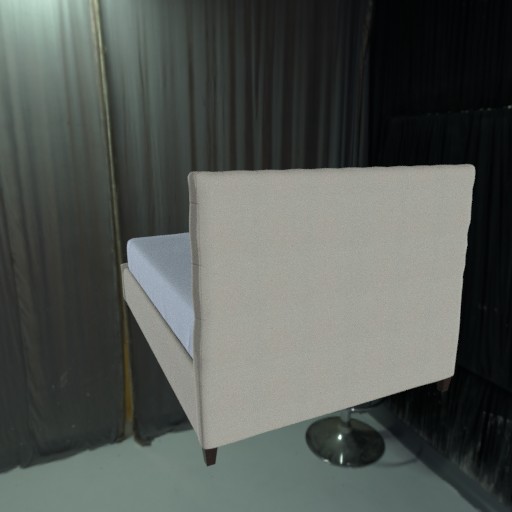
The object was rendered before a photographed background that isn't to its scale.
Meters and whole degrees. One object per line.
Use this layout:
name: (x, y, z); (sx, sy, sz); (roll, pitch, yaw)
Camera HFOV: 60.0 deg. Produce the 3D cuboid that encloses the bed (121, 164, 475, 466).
bed: (0.000, 0.000, 3.365); (1.698, 1.427, 2.387); (-7, 16, -24)
